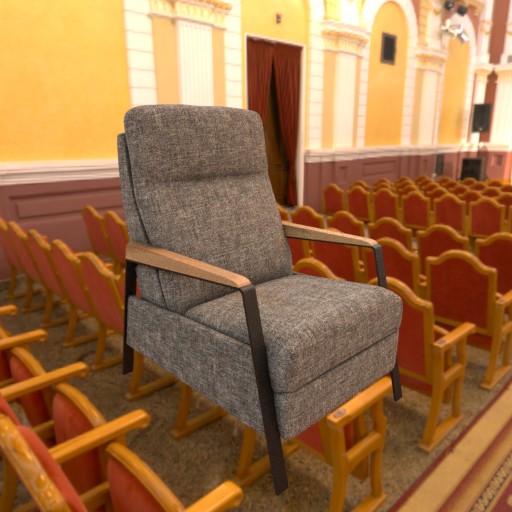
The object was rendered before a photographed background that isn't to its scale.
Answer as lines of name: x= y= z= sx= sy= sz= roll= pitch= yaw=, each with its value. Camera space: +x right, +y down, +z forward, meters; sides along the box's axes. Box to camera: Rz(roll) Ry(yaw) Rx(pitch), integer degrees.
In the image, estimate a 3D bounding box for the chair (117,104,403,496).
chair: x=0.000 y=0.000 z=1.579 sx=0.671 sy=1.042 sz=0.868 roll=-15 pitch=21 yaw=-42
